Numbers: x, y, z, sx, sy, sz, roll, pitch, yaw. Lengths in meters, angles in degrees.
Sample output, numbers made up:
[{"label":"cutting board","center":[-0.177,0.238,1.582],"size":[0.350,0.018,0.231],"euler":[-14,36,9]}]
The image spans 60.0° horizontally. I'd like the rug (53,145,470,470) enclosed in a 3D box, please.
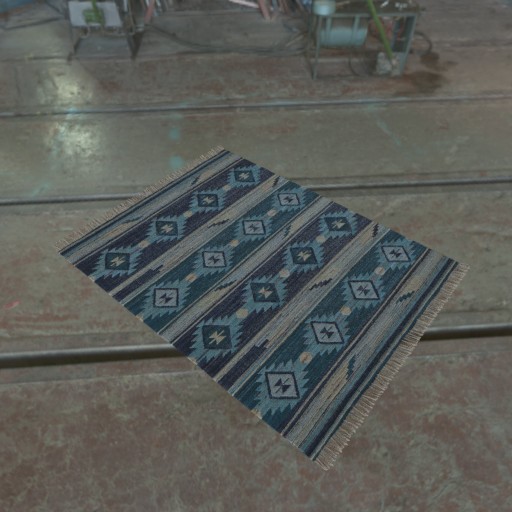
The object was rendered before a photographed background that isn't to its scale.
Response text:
[{"label":"rug","center":[0.000,0.000,4.292],"size":[3.307,0.047,2.418],"euler":[31,53,27]}]
